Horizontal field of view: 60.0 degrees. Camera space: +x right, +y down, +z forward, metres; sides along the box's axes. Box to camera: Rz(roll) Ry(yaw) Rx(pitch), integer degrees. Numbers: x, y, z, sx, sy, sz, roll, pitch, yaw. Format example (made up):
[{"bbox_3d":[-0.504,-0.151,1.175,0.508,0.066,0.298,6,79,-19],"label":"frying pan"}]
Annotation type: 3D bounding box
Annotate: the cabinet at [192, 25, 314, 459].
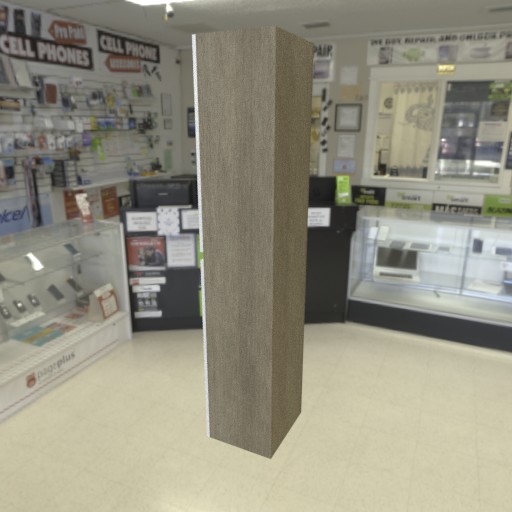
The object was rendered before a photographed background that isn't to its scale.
[{"bbox_3d":[0.000,0.000,1.570,0.270,1.400,0.300,8,19,25],"label":"cabinet"}]
